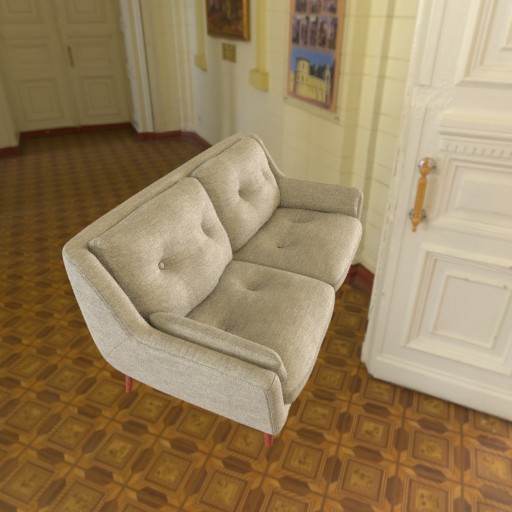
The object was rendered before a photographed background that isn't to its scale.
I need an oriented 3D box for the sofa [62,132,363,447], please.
[{"bbox_3d":[0.000,0.000,2.460,0.976,0.897,1.930,11,32,18],"label":"sofa"}]
